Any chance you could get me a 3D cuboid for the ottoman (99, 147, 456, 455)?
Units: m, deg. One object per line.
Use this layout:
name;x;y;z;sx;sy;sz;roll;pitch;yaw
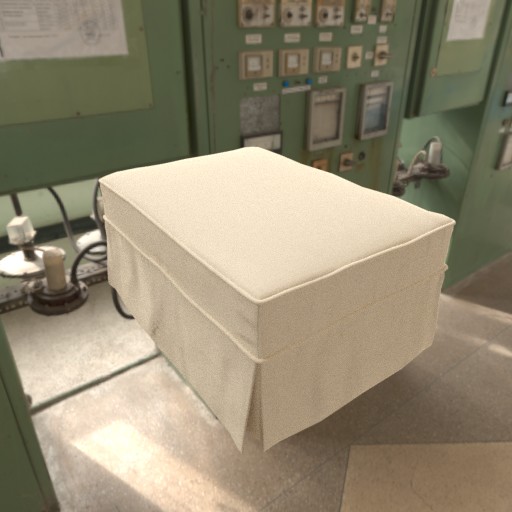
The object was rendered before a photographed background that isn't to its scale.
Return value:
ottoman;0.000;0.000;1.377;0.703;0.479;0.944;-19;34;-31
